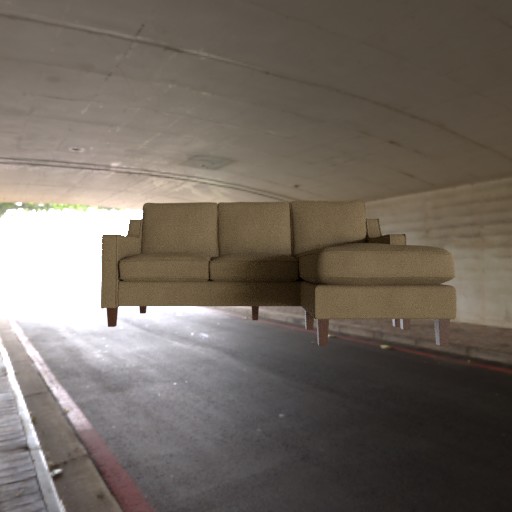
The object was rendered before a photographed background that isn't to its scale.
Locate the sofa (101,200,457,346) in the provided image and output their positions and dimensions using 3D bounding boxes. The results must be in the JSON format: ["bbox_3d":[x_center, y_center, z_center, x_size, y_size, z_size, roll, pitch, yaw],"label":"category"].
[{"bbox_3d":[0.000,0.000,3.407,2.317,1.066,1.858,0,-1,0],"label":"sofa"}]
